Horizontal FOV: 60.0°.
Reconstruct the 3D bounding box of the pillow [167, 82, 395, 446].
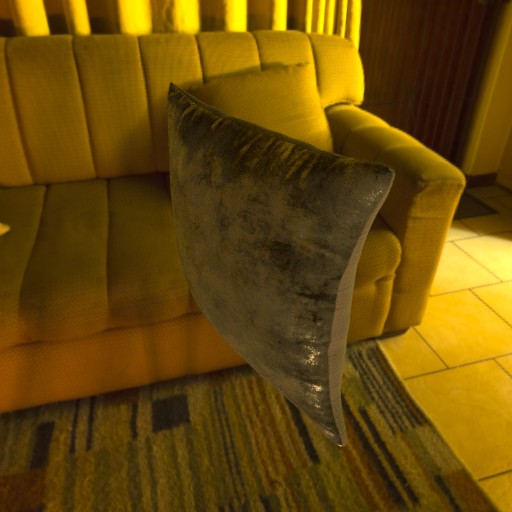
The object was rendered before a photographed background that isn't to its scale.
[{"bbox_3d":[0.000,0.000,0.721,0.175,0.464,0.470,-22,39,-29],"label":"pillow"}]
